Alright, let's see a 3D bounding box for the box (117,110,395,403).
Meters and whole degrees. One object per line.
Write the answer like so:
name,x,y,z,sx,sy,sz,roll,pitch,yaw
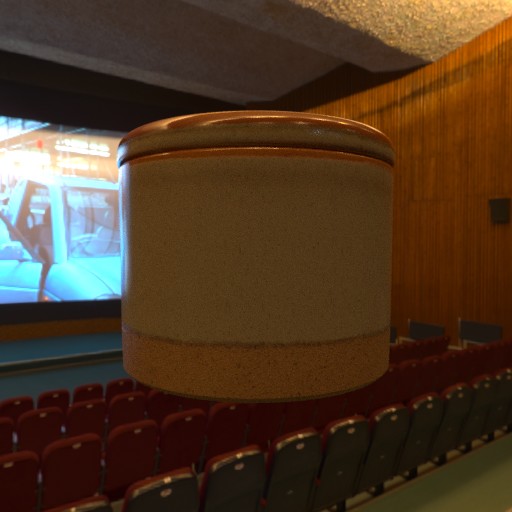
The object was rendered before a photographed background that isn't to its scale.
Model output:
box,0.000,0.000,0.206,0.123,0.100,0.123,0,1,0
